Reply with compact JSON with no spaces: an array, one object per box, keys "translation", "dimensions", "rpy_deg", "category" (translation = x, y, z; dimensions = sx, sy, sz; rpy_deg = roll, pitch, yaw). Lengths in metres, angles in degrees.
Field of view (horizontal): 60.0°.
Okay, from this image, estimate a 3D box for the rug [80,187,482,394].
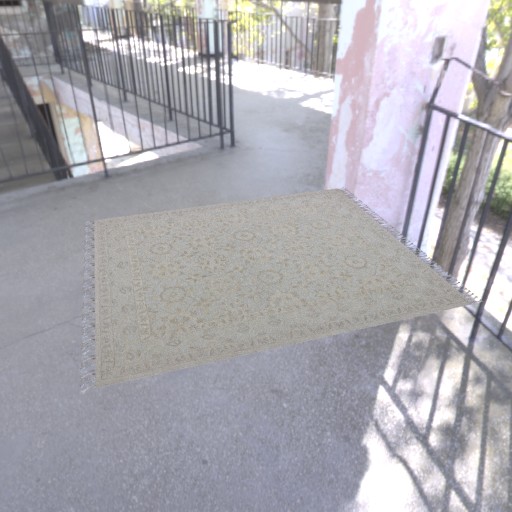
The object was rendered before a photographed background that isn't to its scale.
[{"translation":[0.000,0.000,4.105],"dimensions":[3.043,0.013,2.444],"rpy_deg":[-9,33,-15],"category":"rug"}]
